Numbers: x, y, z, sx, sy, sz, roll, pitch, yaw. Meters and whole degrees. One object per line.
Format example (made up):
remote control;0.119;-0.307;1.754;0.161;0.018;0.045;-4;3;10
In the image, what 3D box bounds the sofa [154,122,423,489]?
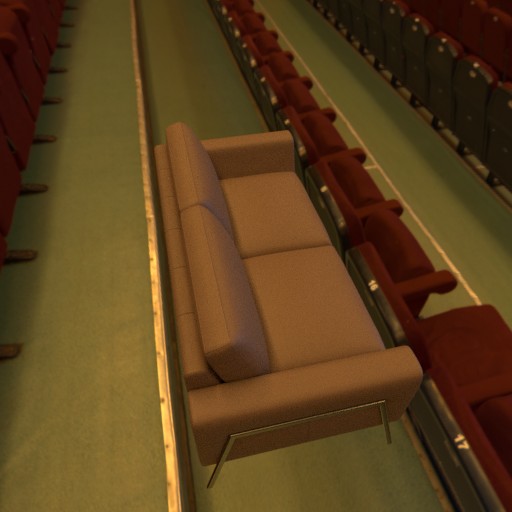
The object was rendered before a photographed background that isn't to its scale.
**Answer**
sofa;0.000;0.000;2.510;0.953;0.875;2.017;-9;46;-9
